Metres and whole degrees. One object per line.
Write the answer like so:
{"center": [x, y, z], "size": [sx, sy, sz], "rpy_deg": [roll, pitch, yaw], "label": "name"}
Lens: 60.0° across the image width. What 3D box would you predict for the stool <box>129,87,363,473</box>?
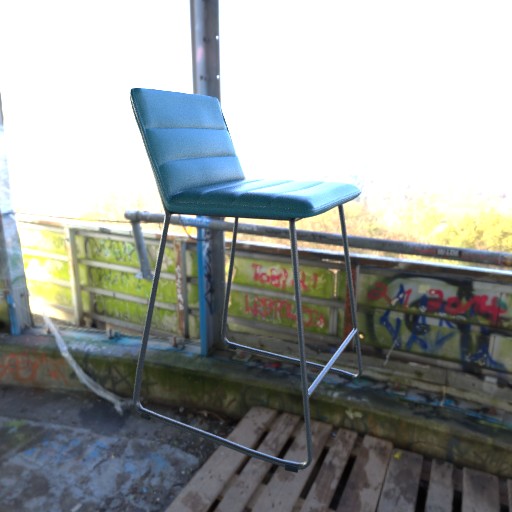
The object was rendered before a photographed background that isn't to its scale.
{"center": [0.000, 0.000, 1.213], "size": [0.524, 0.866, 0.489], "rpy_deg": [8, 17, 27], "label": "stool"}
